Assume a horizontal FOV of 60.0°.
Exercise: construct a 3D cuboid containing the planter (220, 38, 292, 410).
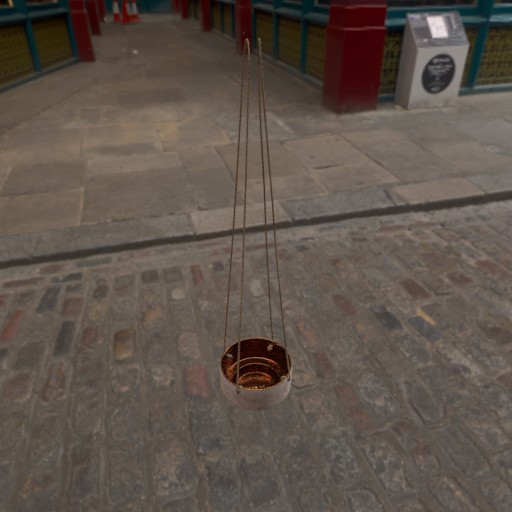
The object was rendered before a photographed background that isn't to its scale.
[{"bbox_3d":[0.000,0.000,1.162,0.223,1.030,0.223,-9,34,-14],"label":"planter"}]
